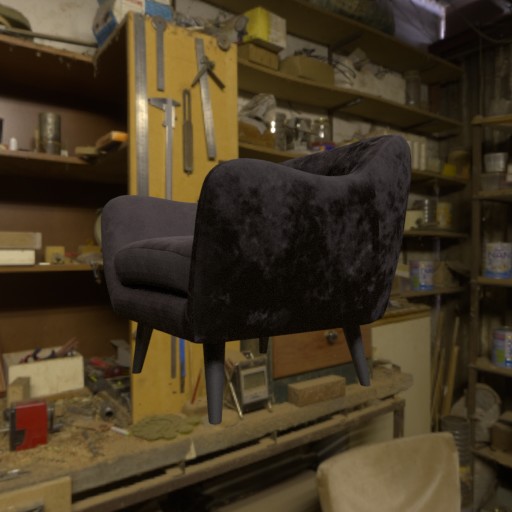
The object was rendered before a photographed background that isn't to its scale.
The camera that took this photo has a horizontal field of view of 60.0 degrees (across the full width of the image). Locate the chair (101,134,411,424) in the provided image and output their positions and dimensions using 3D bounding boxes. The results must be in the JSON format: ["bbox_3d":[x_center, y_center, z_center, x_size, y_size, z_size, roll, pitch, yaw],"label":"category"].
[{"bbox_3d":[0.000,0.000,1.482,0.819,0.807,0.840,0,0,-35],"label":"chair"}]
